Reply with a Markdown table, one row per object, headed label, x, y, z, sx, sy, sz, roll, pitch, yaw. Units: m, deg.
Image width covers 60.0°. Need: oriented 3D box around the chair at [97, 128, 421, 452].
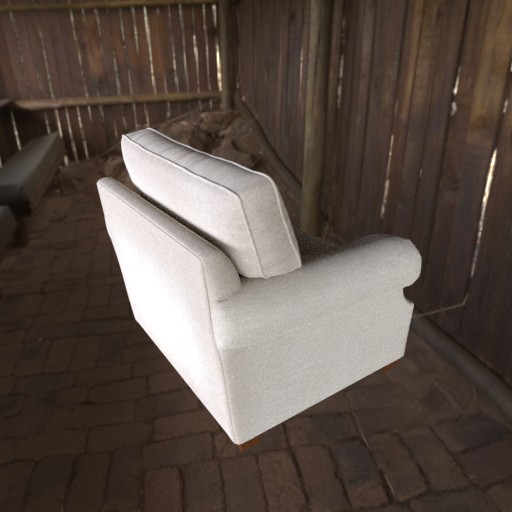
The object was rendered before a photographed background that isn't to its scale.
| label | x | y | z | sx | sy | sz | roll | pitch | yaw |
| --- | --- | --- | --- | --- | --- | --- | --- | --- | --- |
| chair | 0.000 | 0.000 | 1.841 | 0.965 | 0.961 | 1.092 | -16 | 30 | -31 |
